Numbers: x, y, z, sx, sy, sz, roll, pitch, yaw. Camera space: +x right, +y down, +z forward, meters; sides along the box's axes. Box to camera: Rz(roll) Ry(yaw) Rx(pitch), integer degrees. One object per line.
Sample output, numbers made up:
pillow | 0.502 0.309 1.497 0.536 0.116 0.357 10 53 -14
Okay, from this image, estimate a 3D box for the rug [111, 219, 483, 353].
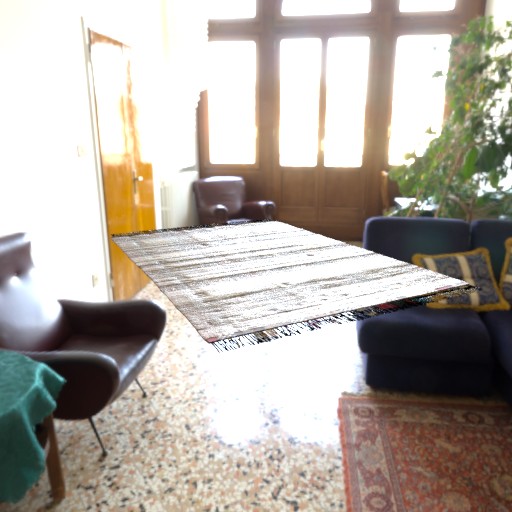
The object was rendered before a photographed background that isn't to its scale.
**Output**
rug | 0.000 0.000 2.349 1.217 0.012 1.848 -8 17 -27
